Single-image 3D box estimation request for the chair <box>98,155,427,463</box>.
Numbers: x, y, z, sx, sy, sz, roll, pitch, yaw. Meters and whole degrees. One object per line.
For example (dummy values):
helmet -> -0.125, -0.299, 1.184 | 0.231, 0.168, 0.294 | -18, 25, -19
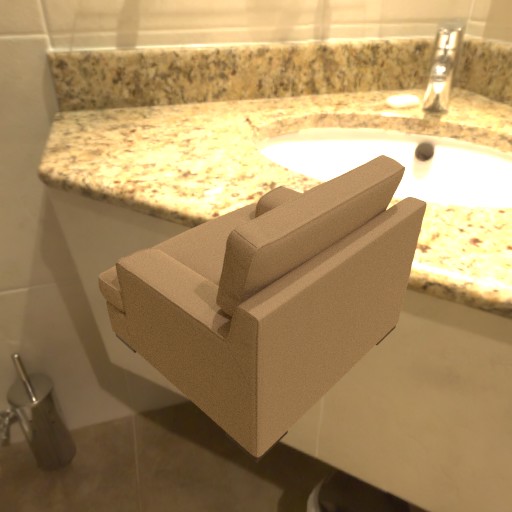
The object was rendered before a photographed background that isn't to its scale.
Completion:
chair -> 0.000, 0.000, 2.216 | 1.274, 1.005, 1.293 | 22, 39, 30
